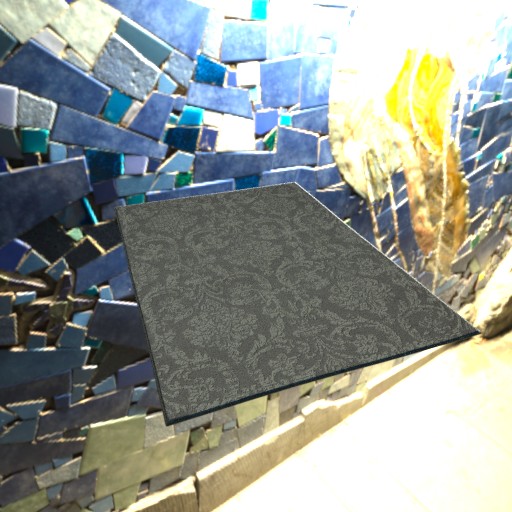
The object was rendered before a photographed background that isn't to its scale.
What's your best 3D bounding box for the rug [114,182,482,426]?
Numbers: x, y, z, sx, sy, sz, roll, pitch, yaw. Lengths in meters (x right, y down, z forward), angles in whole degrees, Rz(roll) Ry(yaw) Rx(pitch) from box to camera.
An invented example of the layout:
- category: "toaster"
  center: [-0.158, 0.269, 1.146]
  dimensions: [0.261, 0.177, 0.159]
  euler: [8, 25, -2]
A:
- category: "rug"
  center: [0.000, 0.000, 2.858]
  dimensions: [1.578, 0.014, 2.206]
  euler: [-11, 32, -18]
